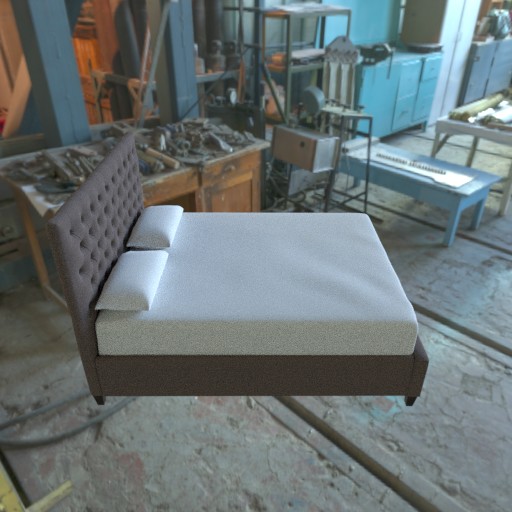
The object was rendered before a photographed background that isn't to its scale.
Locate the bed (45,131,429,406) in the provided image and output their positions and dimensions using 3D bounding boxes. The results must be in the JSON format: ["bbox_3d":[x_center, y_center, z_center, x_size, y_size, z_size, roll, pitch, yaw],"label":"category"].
[{"bbox_3d":[0.000,0.000,3.379,2.233,1.426,1.696,0,32,0],"label":"bed"}]
